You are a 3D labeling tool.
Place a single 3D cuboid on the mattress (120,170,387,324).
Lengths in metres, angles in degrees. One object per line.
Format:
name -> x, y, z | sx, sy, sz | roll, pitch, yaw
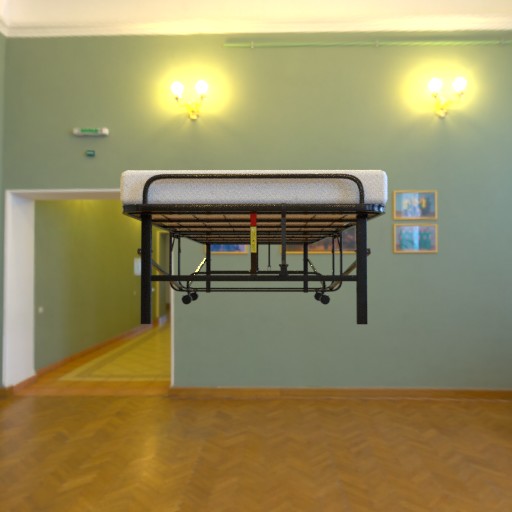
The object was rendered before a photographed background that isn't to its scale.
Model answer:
mattress -> 0.000, 0.000, 2.485 | 0.922, 0.519, 2.153 | 0, -1, 0
